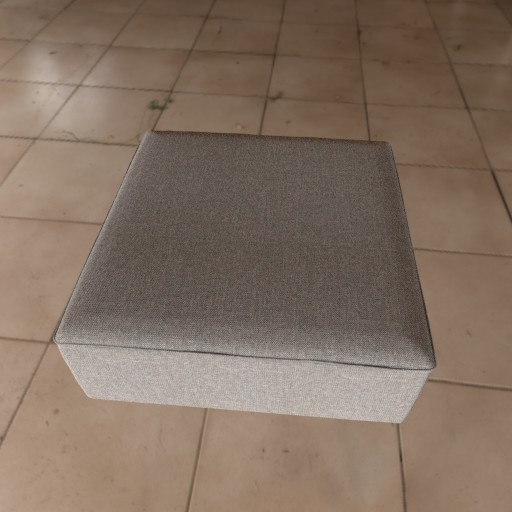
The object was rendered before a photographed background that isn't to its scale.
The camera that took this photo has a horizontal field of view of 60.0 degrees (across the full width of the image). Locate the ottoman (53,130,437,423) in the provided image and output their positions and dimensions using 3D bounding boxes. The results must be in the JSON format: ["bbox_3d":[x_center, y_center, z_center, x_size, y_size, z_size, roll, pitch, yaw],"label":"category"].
[{"bbox_3d":[0.000,0.000,1.588,1.017,0.423,1.023,4,48,4],"label":"ottoman"}]
